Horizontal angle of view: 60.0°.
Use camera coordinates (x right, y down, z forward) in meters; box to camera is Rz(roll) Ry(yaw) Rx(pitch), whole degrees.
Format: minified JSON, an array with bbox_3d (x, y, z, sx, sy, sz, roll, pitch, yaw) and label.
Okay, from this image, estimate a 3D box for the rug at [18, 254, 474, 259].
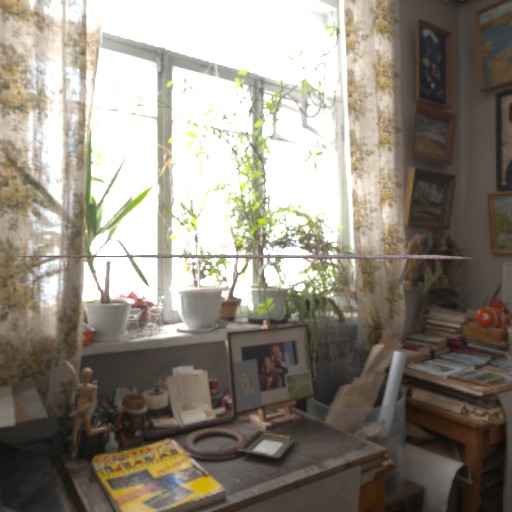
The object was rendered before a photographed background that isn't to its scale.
[{"bbox_3d":[0.000,0.000,2.249,1.829,0.006,1.219,0,1,17],"label":"rug"}]
